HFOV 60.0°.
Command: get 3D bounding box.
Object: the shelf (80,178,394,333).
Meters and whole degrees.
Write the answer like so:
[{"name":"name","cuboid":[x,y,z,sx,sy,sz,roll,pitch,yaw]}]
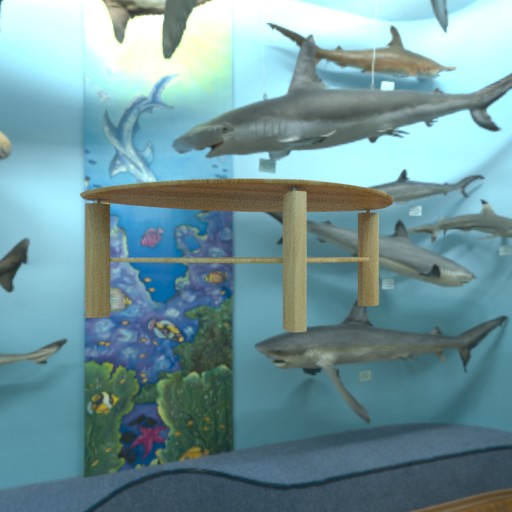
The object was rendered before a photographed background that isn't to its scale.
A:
[{"name":"shelf","cuboid":[0.000,0.000,1.664,1.246,0.440,0.845,0,0,-18]}]
